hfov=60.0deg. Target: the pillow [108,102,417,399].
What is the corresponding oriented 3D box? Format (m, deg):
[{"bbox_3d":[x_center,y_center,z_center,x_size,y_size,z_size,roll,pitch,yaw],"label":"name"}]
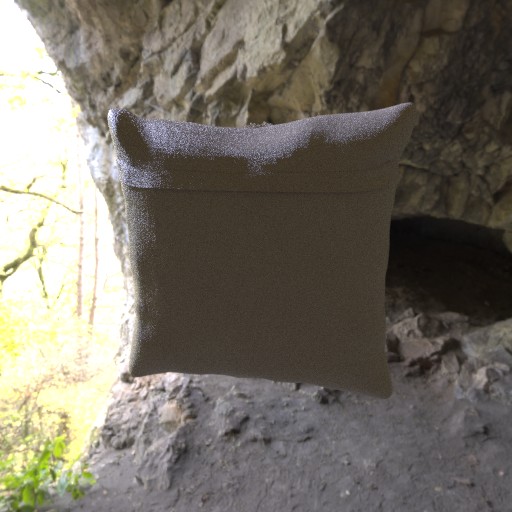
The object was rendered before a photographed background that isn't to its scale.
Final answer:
[{"bbox_3d":[0.000,0.000,0.757,0.484,0.490,0.234,3,16,9],"label":"pillow"}]
